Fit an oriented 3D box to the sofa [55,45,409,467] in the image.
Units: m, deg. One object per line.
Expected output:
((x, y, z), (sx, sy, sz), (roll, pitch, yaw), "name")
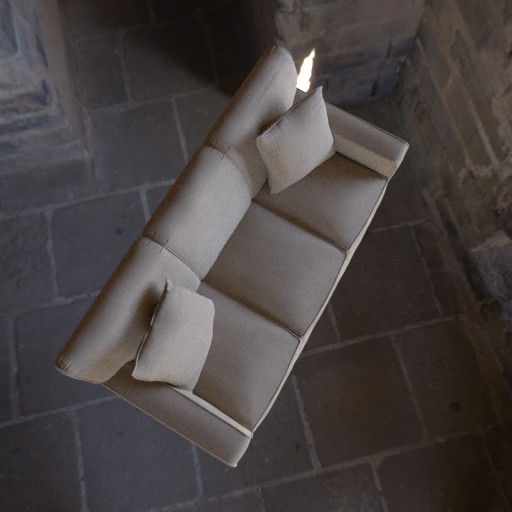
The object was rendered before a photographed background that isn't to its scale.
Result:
((0.000, 0.000, 2.561), (0.997, 0.958, 2.024), (29, 76, 8), "sofa")
